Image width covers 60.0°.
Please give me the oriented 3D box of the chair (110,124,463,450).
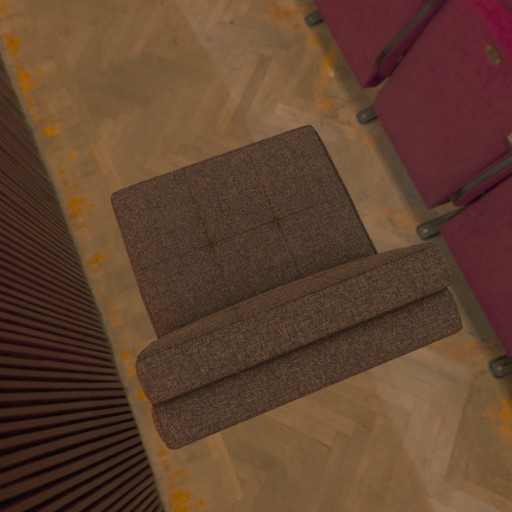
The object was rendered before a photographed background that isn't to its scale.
[{"bbox_3d":[0.000,0.000,1.297,0.740,0.615,0.800,-21,74,-6],"label":"chair"}]
